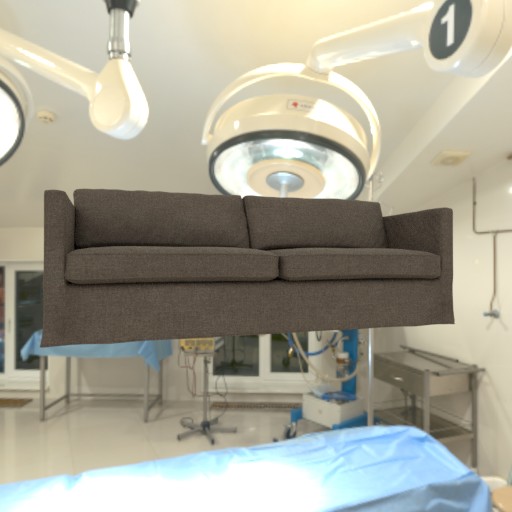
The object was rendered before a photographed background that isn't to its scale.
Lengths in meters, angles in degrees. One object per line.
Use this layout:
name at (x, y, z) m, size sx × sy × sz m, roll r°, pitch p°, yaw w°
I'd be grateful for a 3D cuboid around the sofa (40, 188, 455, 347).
sofa at (0.000, 0.000, 3.272) m, size 2.779 × 0.998 × 1.036 m, roll 0°, pitch 0°, yaw -18°
